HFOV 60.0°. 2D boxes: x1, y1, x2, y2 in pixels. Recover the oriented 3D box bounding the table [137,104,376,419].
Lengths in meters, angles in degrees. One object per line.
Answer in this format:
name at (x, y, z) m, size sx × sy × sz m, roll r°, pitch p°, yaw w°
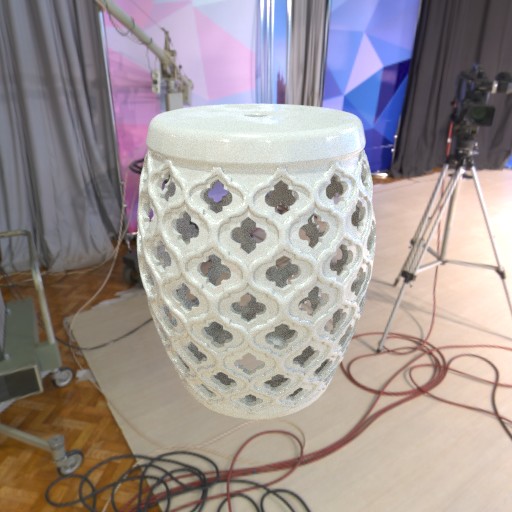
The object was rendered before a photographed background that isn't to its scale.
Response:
table at (0.000, 0.000, 0.635) m, size 0.325 × 0.388 × 0.325 m, roll 0°, pitch 25°, yaw 0°
